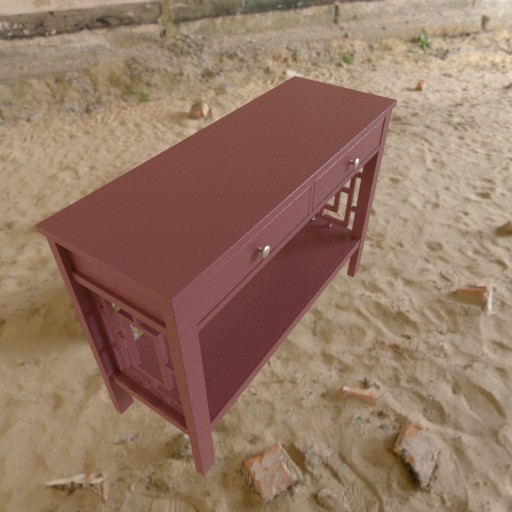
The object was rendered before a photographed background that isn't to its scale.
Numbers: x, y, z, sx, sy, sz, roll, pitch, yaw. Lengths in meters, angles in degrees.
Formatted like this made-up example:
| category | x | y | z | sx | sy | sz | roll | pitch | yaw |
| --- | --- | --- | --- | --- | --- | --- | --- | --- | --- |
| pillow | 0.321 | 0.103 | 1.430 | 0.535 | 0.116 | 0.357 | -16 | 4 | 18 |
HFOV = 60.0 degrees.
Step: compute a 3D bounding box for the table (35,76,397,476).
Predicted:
| category | x | y | z | sx | sy | sz | roll | pitch | yaw |
| --- | --- | --- | --- | --- | --- | --- | --- | --- | --- |
| table | 0.000 | 0.000 | 1.428 | 0.397 | 0.753 | 1.068 | 24 | 47 | 25 |
